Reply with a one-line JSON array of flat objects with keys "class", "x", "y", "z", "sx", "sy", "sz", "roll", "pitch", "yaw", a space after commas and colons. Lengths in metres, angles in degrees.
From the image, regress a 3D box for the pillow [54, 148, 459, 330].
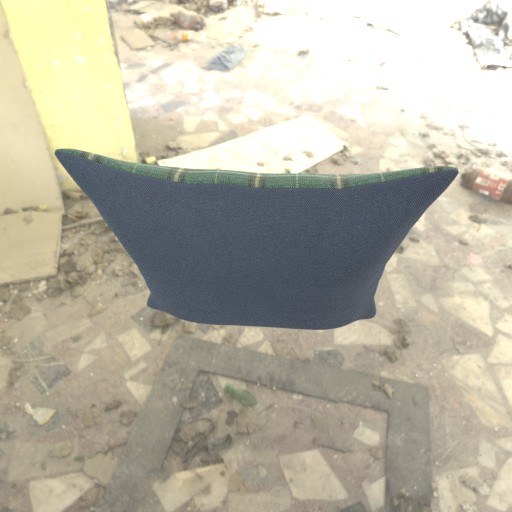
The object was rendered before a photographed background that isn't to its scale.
[{"class": "pillow", "x": 0.000, "y": 0.000, "z": 0.686, "sx": 0.453, "sy": 0.430, "sz": 0.200, "roll": 3, "pitch": 46, "yaw": 3}]
